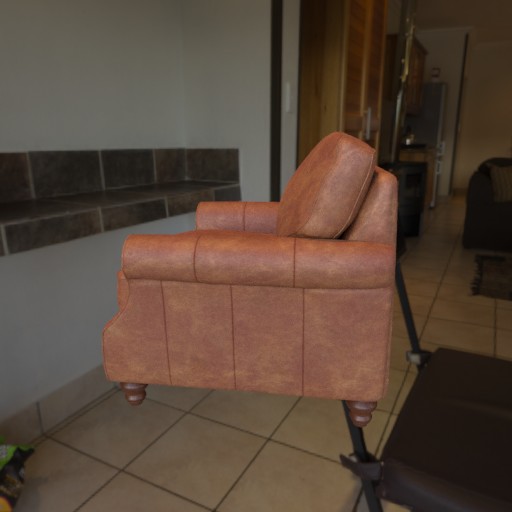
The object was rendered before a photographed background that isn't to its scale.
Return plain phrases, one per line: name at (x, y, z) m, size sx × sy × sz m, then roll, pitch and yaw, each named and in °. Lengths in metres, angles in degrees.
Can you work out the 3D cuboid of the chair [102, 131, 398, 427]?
chair at (0.000, 0.000, 1.783) m, size 0.986 × 0.962 × 0.983 m, roll 2°, pitch 14°, yaw 9°
